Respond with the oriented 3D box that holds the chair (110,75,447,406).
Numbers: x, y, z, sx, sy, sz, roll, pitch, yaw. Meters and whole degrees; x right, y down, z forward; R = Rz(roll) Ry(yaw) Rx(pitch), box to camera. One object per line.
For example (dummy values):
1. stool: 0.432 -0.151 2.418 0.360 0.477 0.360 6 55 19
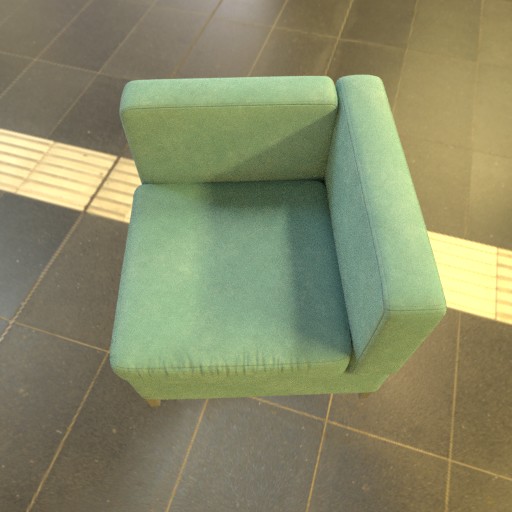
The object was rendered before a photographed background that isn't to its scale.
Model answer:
1. chair: 0.000 0.000 1.193 0.680 0.660 0.680 -2 58 -1
